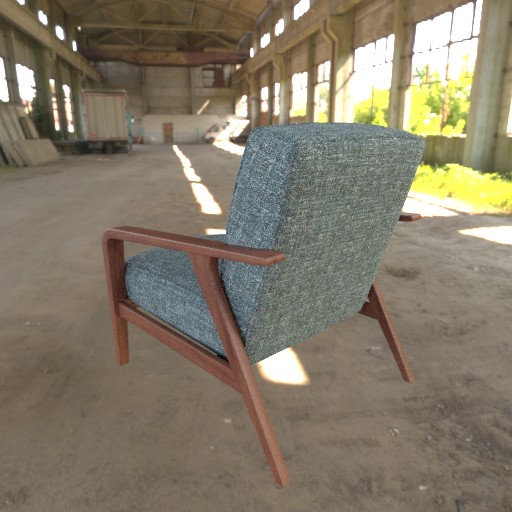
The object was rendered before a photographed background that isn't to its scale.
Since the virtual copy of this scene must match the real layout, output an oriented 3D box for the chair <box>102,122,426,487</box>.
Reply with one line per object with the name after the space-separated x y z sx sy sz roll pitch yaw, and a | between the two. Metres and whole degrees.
0.000 0.000 1.499 0.719 0.864 0.889 -15 22 -42 | chair
